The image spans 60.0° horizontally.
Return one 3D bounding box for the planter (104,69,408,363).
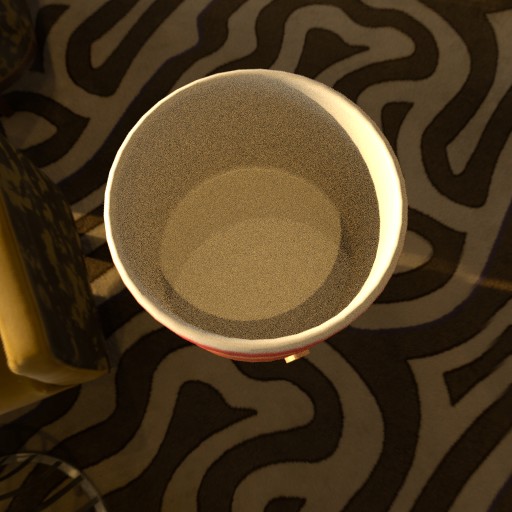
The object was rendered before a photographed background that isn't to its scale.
[{"bbox_3d":[0.000,0.000,0.554,0.269,0.379,0.269,0,75,0],"label":"planter"}]
